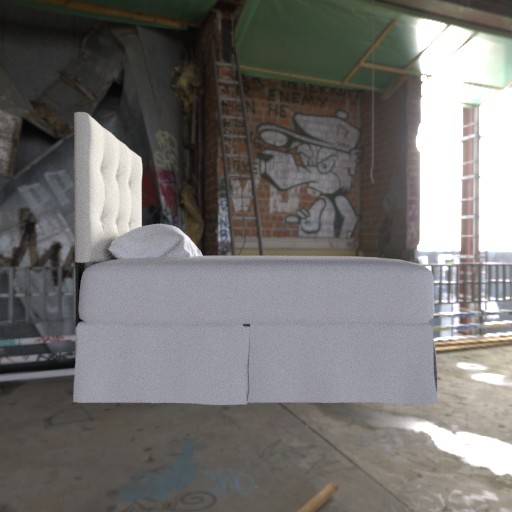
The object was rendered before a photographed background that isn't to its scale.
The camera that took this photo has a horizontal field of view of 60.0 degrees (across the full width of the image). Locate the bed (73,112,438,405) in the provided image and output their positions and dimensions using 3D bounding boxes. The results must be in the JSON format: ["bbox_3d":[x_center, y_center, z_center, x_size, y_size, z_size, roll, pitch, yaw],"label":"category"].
[{"bbox_3d":[0.000,0.000,2.949,1.997,1.571,1.261,0,1,0],"label":"bed"}]
